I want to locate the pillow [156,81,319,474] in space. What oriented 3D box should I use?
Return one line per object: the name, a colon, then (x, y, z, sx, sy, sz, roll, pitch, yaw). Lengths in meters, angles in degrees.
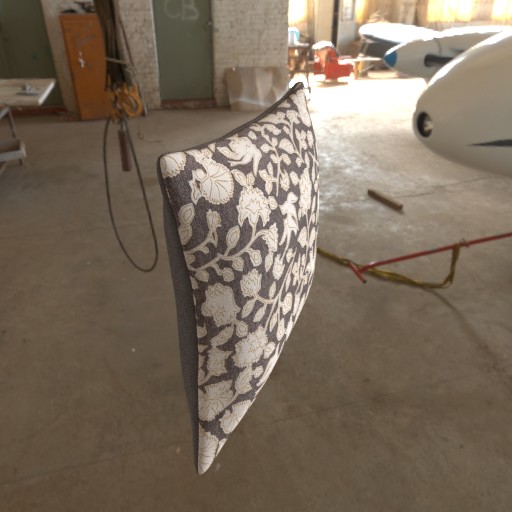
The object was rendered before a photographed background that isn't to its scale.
pillow: (0.000, 0.000, 0.778, 0.166, 0.507, 0.526, 11, 32, 18)
